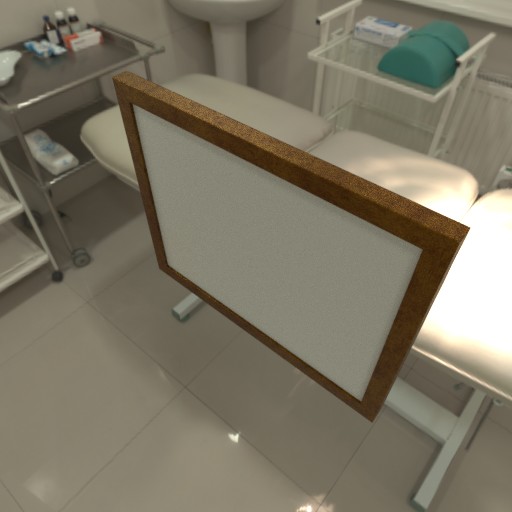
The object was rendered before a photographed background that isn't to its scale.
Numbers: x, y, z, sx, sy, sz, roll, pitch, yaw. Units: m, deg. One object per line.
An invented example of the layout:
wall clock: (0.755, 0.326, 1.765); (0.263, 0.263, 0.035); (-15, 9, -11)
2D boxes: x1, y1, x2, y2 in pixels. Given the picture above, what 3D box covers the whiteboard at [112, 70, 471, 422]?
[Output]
whiteboard: (0.000, 0.000, 0.745); (0.561, 0.457, 0.029); (32, 55, 26)
